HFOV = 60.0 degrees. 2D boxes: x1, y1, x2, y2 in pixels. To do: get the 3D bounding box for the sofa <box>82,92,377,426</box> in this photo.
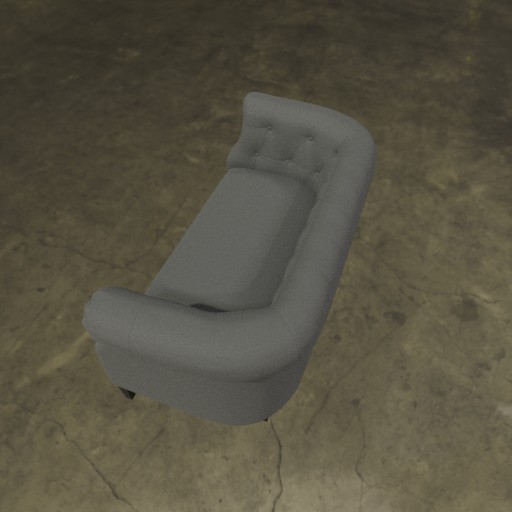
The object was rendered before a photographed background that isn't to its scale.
[{"bbox_3d":[0.000,0.000,2.072,0.835,0.827,1.558,16,50,14],"label":"sofa"}]
